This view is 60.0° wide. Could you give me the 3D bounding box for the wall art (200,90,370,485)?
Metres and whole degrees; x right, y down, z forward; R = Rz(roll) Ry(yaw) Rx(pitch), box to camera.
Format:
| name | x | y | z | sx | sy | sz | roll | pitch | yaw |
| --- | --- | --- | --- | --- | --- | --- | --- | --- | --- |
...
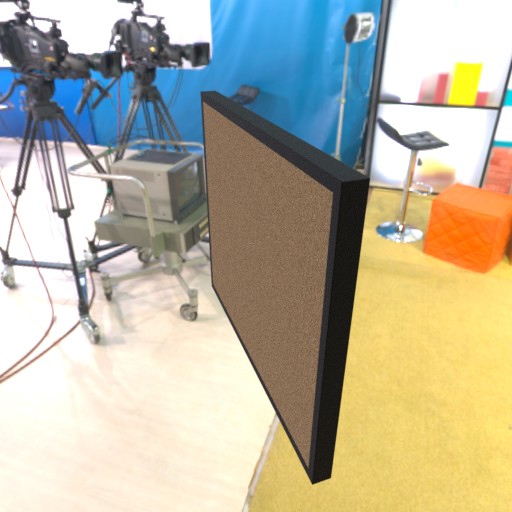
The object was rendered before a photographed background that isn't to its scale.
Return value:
| name | x | y | z | sx | sy | sz | roll | pitch | yaw |
| --- | --- | --- | --- | --- | --- | --- | --- | --- | --- |
| wall art | 0.000 | 0.000 | 0.756 | 0.030 | 0.454 | 0.554 | -10 | 31 | -17 |
